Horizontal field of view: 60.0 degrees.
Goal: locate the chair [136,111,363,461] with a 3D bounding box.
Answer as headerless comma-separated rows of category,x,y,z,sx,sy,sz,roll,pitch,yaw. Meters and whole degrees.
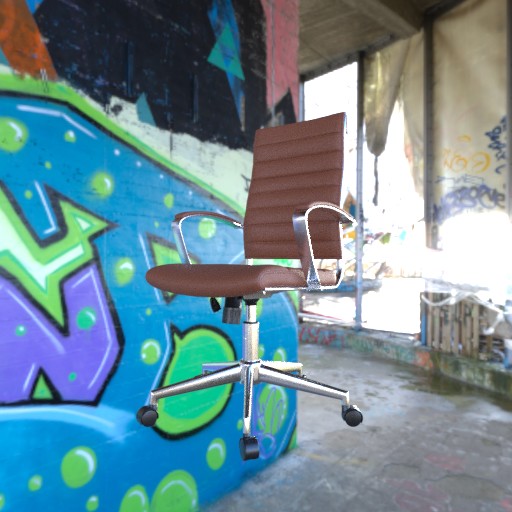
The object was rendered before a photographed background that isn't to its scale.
chair,0.000,0.000,1.646,0.766,1.149,0.739,0,0,36
